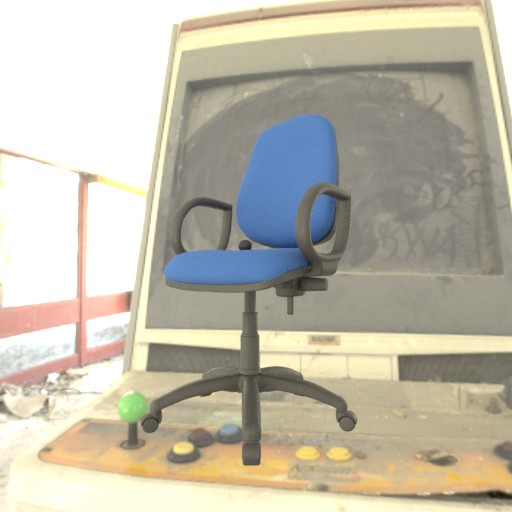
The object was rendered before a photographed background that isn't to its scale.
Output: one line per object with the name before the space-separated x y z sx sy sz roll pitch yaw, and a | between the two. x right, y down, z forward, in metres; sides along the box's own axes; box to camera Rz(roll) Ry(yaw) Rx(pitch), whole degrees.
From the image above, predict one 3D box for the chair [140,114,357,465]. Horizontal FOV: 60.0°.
chair | 0.000 0.000 1.252 0.552 0.905 0.549 -1 -1 36
